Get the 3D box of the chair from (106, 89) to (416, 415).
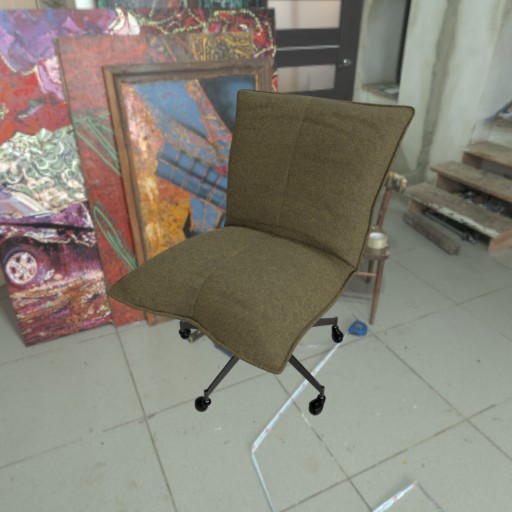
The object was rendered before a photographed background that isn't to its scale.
[{"bbox_3d":[0.000,0.000,1.309,0.597,0.811,0.696,19,35,29],"label":"chair"}]
